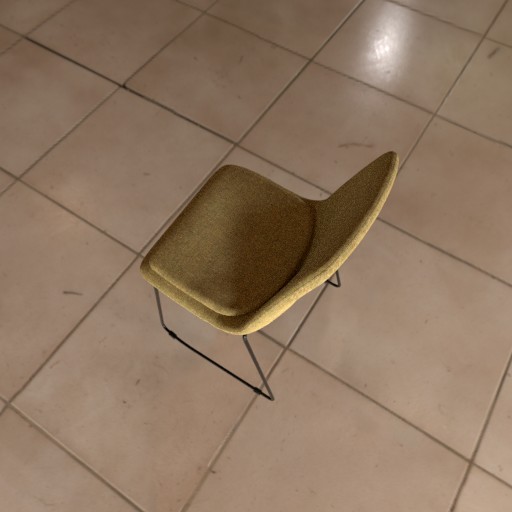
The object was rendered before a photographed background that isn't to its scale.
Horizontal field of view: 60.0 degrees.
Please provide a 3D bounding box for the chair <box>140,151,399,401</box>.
[{"bbox_3d":[0.000,0.000,1.188,0.496,0.849,0.479,29,66,14],"label":"chair"}]
